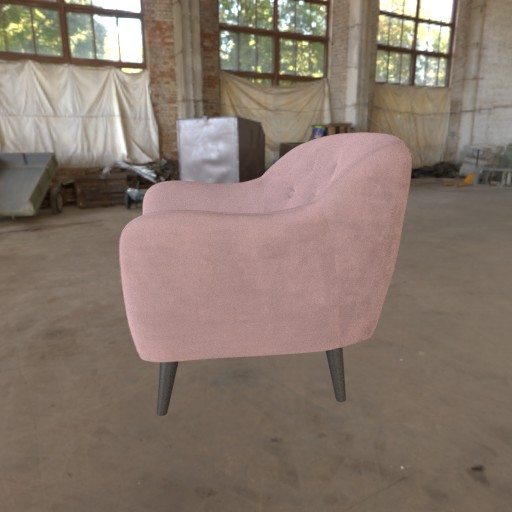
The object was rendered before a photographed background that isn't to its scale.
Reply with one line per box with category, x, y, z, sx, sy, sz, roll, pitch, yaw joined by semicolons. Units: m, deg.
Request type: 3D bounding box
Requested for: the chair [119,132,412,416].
chair;0.000;0.000;1.526;0.820;0.820;0.840;-2;15;-9
